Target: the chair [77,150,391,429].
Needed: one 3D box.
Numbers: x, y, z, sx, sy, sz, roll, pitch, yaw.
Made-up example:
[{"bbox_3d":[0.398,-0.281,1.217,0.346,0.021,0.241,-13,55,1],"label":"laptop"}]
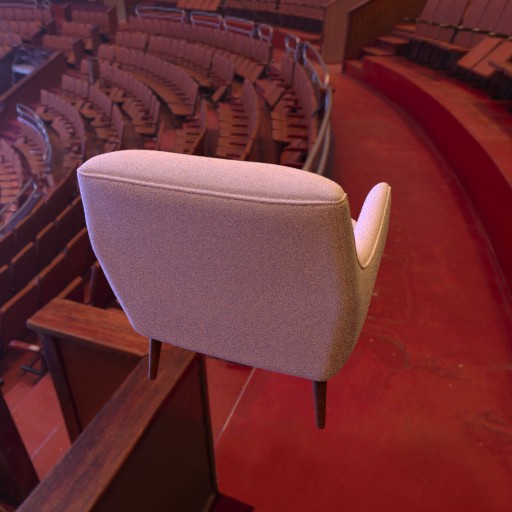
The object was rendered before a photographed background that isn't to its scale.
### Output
[{"bbox_3d":[0.000,0.000,1.424,0.762,0.838,0.787,10,32,17],"label":"chair"}]
